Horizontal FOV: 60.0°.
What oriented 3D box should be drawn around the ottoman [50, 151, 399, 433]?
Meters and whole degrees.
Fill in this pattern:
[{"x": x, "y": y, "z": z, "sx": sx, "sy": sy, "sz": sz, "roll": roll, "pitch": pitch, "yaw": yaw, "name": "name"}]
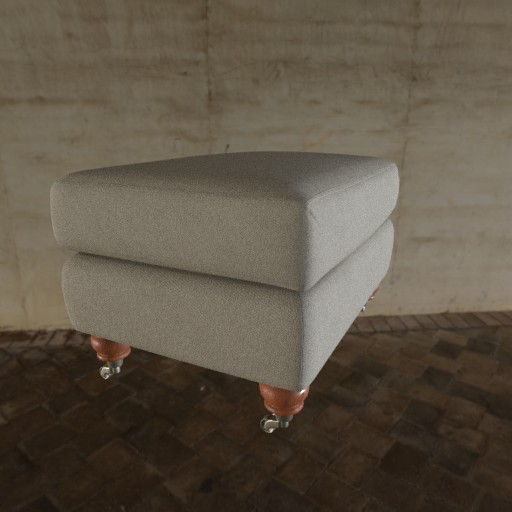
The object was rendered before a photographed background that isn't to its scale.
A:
[{"x": 0.000, "y": 0.000, "z": 1.125, "sx": 0.569, "sy": 0.504, "sz": 0.773, "roll": 8, "pitch": 19, "yaw": 26, "name": "ottoman"}]
